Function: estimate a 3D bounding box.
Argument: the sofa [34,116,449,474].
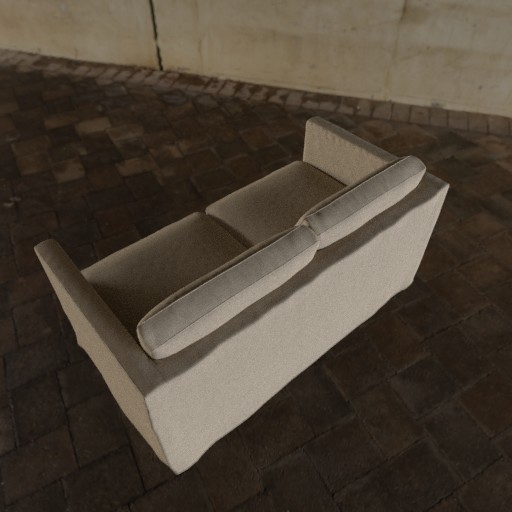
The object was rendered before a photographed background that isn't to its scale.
[{"bbox_3d":[0.000,0.000,2.235,1.766,0.828,0.956,-32,53,-27],"label":"sofa"}]
